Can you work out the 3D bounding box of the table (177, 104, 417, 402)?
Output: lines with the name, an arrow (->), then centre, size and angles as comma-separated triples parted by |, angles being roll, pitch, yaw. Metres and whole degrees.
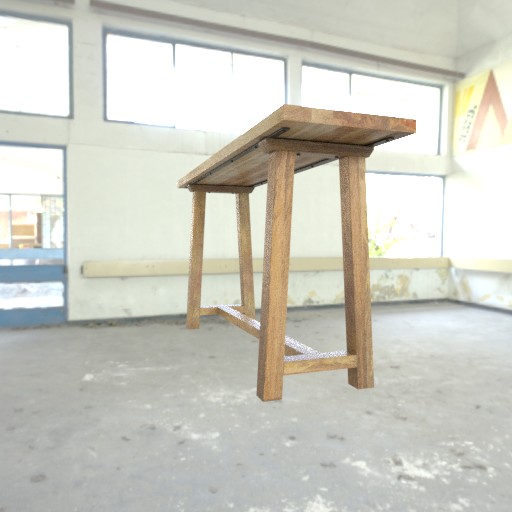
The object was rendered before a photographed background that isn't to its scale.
table -> 0.000, 0.000, 1.898 | 0.405, 0.810, 1.524 | -1, 2, -20
